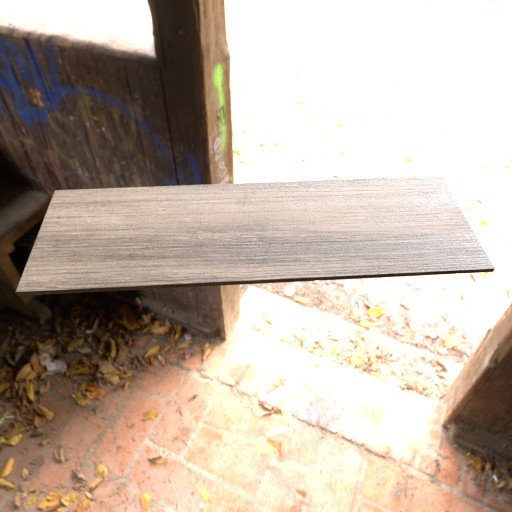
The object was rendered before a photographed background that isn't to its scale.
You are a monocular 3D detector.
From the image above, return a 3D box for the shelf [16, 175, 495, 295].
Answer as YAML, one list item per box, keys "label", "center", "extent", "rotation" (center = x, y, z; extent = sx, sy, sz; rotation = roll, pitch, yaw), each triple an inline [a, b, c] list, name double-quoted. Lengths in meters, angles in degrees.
- label: "shelf"
  center: [0.000, 0.000, 0.675]
  extent: [0.610, 0.125, 0.200]
  rotation: [-3, 47, -2]
